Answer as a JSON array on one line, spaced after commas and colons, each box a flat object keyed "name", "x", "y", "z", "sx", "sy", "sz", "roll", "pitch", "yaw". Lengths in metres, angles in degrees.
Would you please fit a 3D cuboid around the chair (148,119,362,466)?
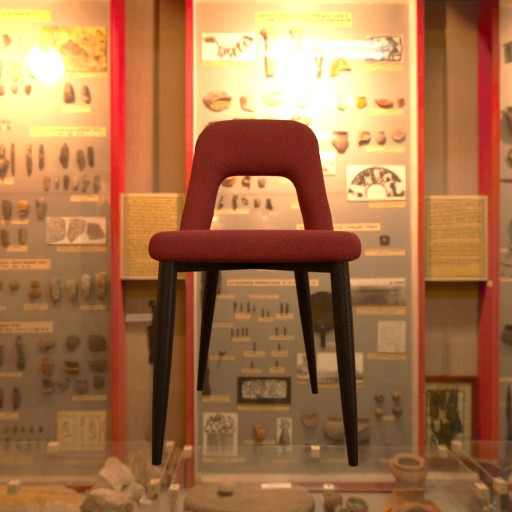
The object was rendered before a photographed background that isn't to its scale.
[{"name": "chair", "x": 0.000, "y": 0.000, "z": 1.204, "sx": 0.483, "sy": 0.892, "sz": 0.569, "roll": 0, "pitch": 1, "yaw": 1}]
